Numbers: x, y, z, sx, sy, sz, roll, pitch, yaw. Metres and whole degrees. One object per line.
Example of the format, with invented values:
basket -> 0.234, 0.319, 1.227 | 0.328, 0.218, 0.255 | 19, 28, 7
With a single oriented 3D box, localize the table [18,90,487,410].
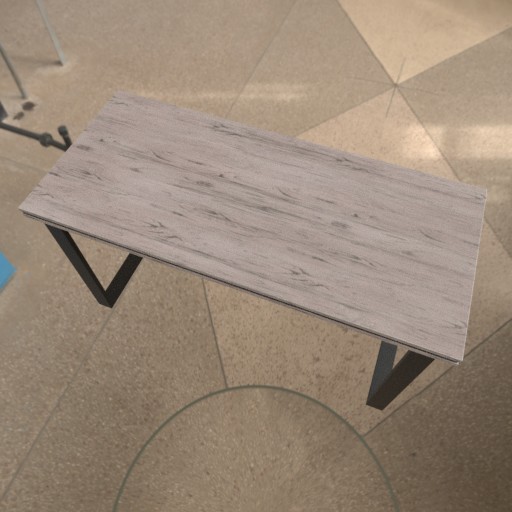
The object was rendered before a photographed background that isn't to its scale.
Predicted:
table -> 0.000, 0.000, 2.217 | 1.778, 0.899, 0.795 | 18, 60, 11
